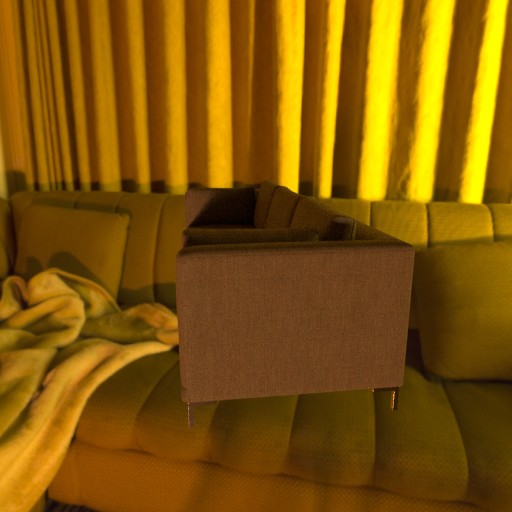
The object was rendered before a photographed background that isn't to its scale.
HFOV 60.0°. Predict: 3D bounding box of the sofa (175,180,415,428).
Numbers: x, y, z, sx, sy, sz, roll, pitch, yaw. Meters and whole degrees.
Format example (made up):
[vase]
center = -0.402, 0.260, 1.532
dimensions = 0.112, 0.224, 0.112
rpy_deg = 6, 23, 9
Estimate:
[sofa]
center = 0.000, 0.000, 2.958
dimensions = 0.969, 0.867, 2.415
rpy_deg = -2, 14, -8
